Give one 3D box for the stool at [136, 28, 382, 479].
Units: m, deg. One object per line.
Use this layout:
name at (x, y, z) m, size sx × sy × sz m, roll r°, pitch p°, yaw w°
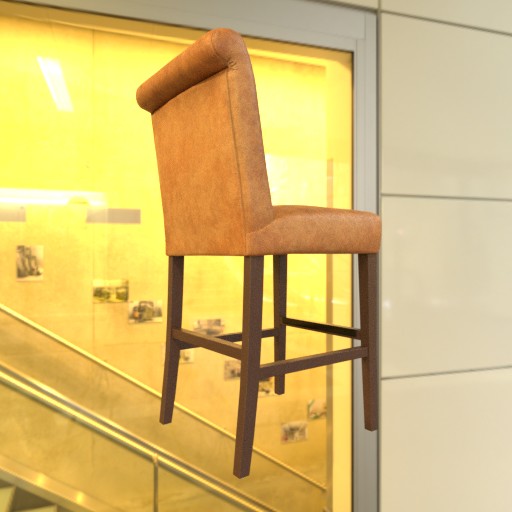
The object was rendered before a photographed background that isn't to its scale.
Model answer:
stool at (0.000, 0.000, 1.335) m, size 0.601 × 1.047 × 0.493 m, roll 0°, pitch 0°, yaw -37°
